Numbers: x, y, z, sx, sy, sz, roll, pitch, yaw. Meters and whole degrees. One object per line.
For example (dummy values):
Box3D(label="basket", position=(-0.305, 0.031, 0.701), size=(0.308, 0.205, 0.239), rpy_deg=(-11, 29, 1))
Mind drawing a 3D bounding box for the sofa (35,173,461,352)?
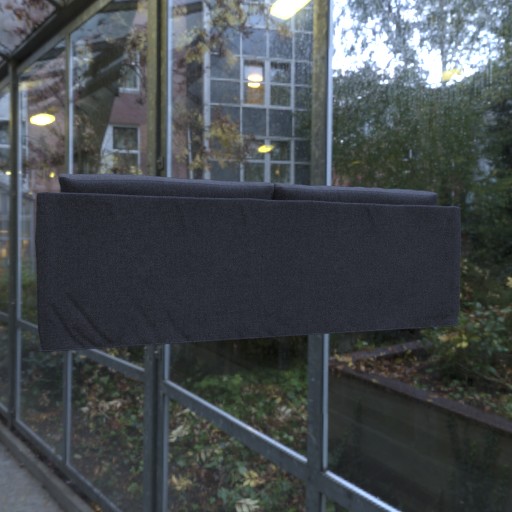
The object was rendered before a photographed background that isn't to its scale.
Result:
Box3D(label="sofa", position=(0.000, 0.000, 3.217), size=(2.779, 0.998, 1.036), rpy_deg=(0, 1, -17))
